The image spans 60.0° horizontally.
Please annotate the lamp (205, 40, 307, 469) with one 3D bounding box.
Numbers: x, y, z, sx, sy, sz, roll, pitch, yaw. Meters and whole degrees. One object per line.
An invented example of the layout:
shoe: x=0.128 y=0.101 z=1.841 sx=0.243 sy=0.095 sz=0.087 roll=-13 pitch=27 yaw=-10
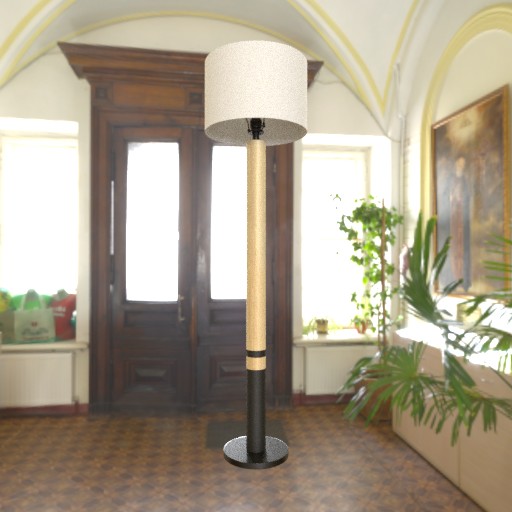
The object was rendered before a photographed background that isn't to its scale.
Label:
lamp: x=0.000 y=0.000 z=1.658 sx=0.381 sy=1.478 sz=0.381 roll=0 pitch=0 yaw=36
